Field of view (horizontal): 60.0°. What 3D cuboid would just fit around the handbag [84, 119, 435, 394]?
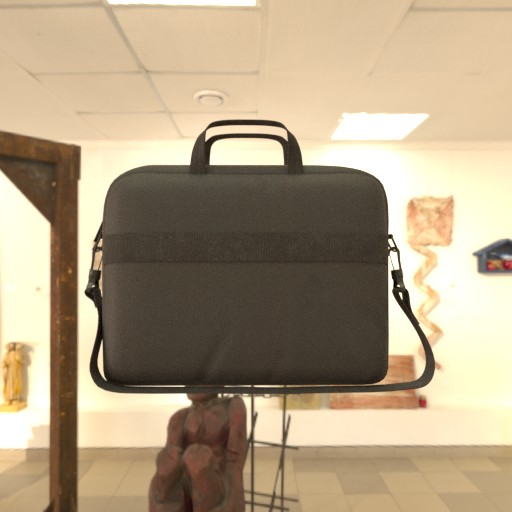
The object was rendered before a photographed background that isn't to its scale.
[{"bbox_3d":[0.000,0.000,0.432,0.320,0.244,0.089,0,0,-1],"label":"handbag"}]
